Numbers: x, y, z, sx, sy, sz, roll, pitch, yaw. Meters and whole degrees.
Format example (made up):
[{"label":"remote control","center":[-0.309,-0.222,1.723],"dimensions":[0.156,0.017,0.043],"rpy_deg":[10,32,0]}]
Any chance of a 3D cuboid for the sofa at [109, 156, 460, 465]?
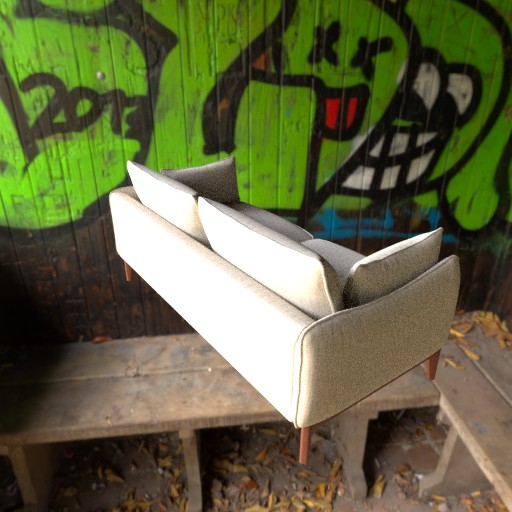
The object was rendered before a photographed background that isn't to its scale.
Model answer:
[{"label":"sofa","center":[0.000,0.000,2.512],"dimensions":[0.991,0.860,1.989],"rpy_deg":[-17,31,-32]}]
